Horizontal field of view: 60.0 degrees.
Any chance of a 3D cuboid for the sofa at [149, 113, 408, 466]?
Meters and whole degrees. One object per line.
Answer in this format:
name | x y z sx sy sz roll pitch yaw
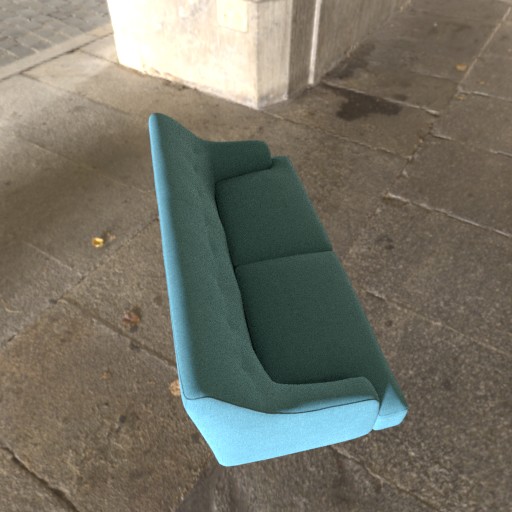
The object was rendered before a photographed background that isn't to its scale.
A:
sofa | 0.000 0.000 2.540 0.978 0.871 2.057 -9 48 -9
